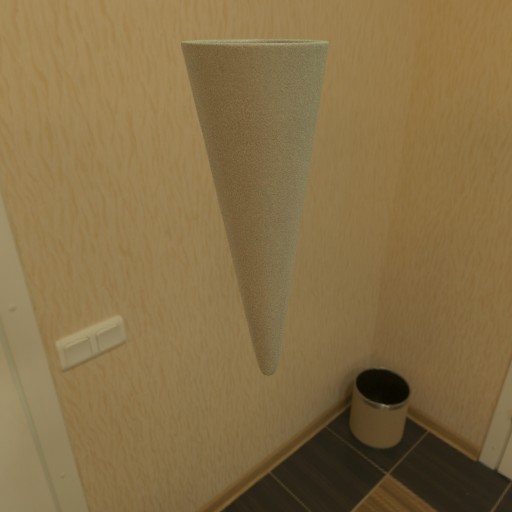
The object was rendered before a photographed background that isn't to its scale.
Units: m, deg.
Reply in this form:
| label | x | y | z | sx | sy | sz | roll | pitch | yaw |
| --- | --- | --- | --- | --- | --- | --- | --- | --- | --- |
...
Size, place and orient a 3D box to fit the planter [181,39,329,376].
| label | x | y | z | sx | sy | sz | roll | pitch | yaw |
| --- | --- | --- | --- | --- | --- | --- | --- | --- | --- |
| planter | 0.000 | 0.000 | 0.219 | 0.057 | 0.191 | 0.064 | 9 | 28 | 17 |
